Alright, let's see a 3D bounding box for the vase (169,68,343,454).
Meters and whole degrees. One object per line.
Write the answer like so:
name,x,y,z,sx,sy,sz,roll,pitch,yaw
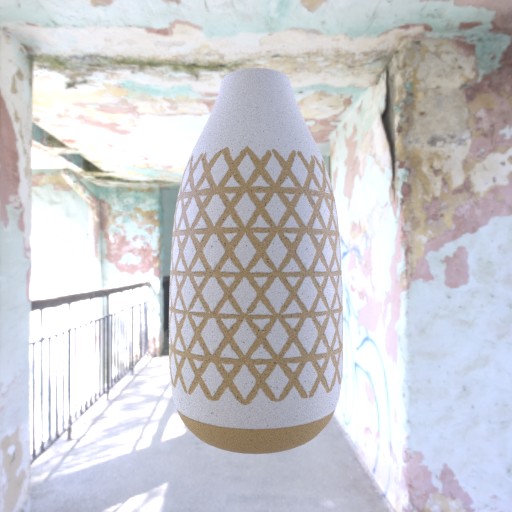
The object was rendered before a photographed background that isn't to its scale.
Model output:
vase,0.000,0.000,0.483,0.186,0.380,0.186,0,0,0
